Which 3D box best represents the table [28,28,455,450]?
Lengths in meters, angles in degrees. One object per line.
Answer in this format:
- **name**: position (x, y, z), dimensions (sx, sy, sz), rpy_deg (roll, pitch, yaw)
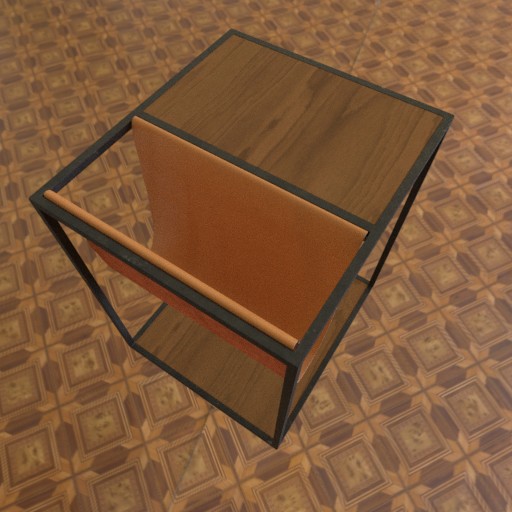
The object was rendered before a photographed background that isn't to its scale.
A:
- **table**: position (0.000, 0.000, 0.828), dimensions (0.399, 0.536, 0.450), rpy_deg (29, 63, 17)
